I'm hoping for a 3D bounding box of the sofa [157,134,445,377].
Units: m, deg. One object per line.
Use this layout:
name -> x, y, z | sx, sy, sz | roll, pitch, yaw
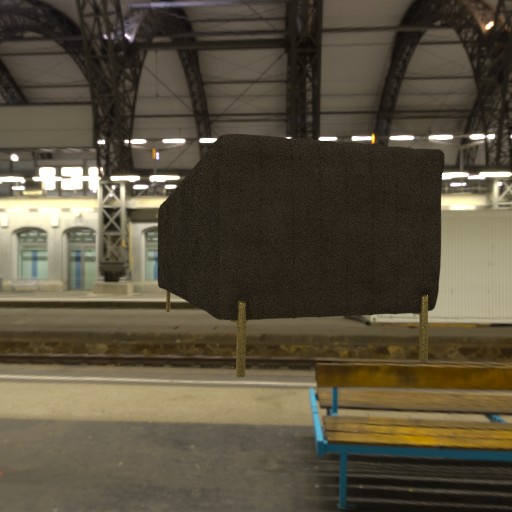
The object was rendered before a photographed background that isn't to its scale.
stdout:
sofa -> 0.000, 0.000, 2.402 | 0.876, 0.780, 1.980 | 0, -1, -18
